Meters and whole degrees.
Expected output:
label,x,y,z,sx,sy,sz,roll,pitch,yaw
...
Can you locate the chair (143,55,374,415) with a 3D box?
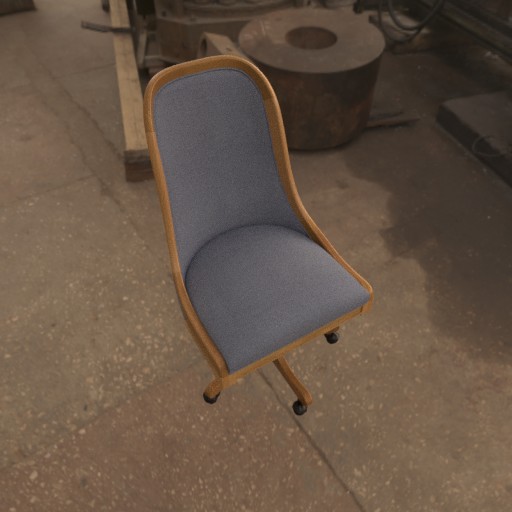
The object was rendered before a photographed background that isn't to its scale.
label,x,y,z,sx,sy,sz,roll,pitch,yaw
chair,0.000,0.000,1.472,0.605,1.031,0.735,-23,50,-21
